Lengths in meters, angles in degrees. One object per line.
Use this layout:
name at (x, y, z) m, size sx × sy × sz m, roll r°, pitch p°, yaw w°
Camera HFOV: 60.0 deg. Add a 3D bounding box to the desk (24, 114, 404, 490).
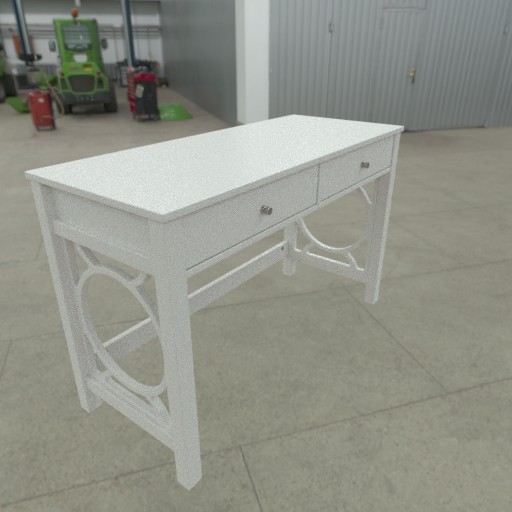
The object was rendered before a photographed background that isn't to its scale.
desk at (0.000, 0.000, 1.525) m, size 0.504 × 0.762 × 1.191 m, roll 18°, pitch 31°, yaw 33°
